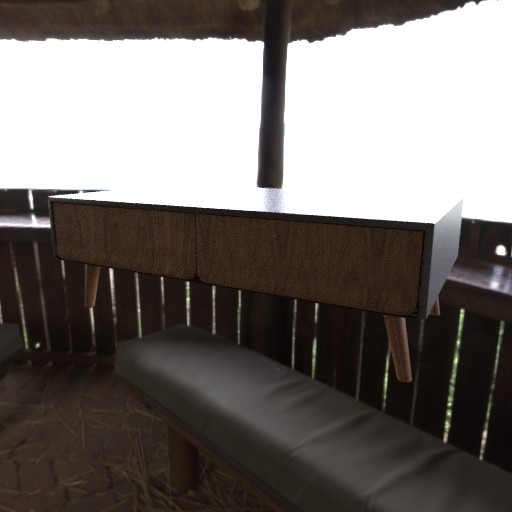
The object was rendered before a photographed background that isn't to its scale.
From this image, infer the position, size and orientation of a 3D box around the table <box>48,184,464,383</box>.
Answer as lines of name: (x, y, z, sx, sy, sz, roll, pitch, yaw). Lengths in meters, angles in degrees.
table: (0.000, 0.000, 1.512, 1.201, 0.404, 0.703, 7, 15, 28)
